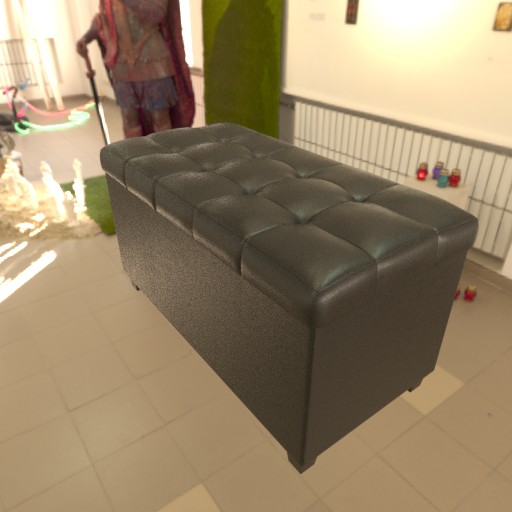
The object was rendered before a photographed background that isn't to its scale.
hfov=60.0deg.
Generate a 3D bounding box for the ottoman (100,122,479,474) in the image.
[{"bbox_3d":[0.000,0.000,1.091,0.432,0.470,0.838,-21,37,-31],"label":"ottoman"}]
